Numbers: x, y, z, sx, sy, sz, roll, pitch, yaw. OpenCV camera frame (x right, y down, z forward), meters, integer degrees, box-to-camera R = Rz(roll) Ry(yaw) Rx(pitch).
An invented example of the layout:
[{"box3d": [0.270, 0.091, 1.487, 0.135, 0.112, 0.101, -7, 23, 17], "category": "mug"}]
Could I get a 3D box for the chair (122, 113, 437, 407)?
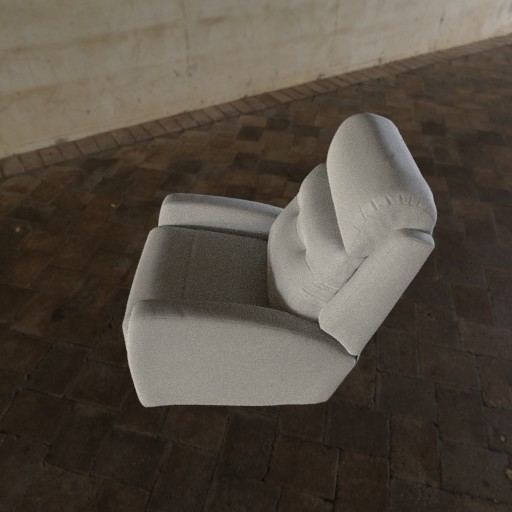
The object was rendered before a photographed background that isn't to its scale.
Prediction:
[{"box3d": [0.000, 0.000, 1.746, 1.043, 1.013, 0.798, 0, 42, 0], "category": "chair"}]
